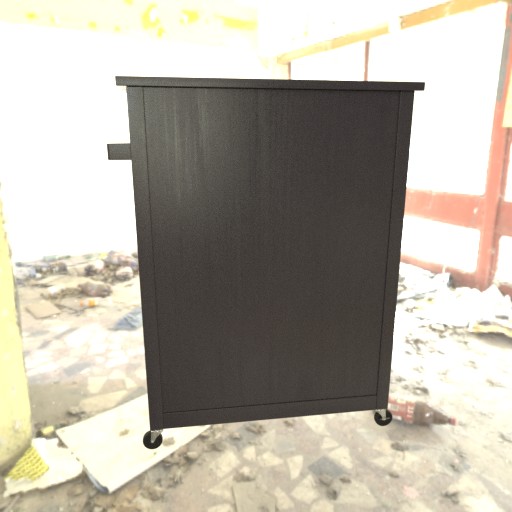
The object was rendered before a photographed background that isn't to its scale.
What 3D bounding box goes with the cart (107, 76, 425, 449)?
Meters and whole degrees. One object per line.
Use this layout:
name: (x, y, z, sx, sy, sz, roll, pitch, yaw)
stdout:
cart: (0.000, 0.000, 1.248, 0.690, 0.878, 0.449, -2, 15, -8)
